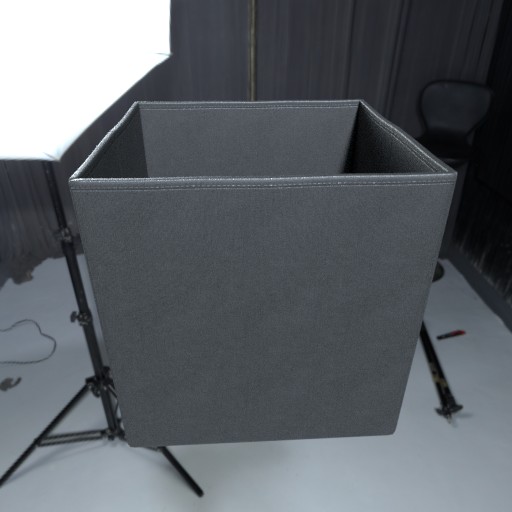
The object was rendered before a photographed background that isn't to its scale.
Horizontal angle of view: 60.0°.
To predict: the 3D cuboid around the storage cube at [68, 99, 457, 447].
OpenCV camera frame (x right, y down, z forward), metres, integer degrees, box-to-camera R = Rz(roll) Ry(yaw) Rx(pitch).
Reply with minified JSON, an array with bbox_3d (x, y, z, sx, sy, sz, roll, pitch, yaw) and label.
[{"bbox_3d":[0.000,0.000,0.483,0.270,0.280,0.270,-2,31,-3],"label":"storage cube"}]
